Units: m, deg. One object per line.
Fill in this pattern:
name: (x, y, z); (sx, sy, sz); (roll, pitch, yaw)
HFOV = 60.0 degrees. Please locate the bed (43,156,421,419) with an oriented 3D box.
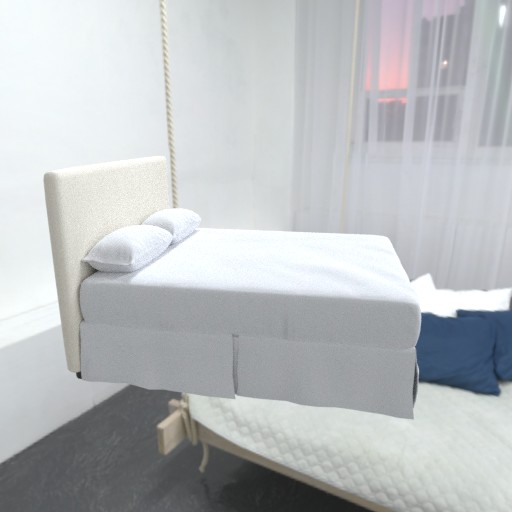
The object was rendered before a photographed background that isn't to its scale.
bed: (0.000, 0.000, 3.216); (2.142, 1.330, 1.713); (3, 16, 10)
